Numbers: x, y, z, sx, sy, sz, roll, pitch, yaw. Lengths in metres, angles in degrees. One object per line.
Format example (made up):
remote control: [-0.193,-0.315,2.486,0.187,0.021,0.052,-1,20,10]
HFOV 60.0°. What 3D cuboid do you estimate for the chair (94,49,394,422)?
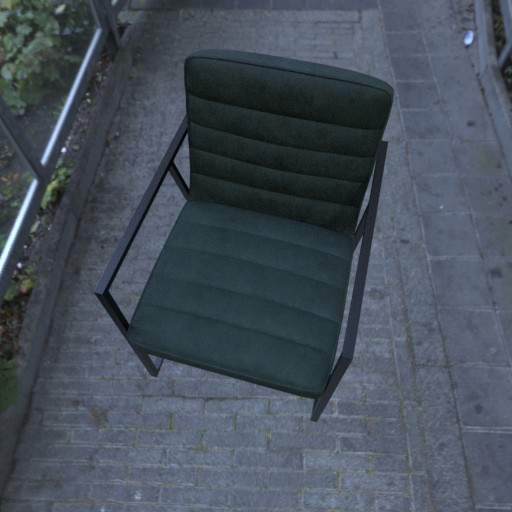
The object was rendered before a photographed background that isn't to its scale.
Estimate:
chair: [0.000,0.000,1.255,0.571,0.833,0.677,13,59,8]
